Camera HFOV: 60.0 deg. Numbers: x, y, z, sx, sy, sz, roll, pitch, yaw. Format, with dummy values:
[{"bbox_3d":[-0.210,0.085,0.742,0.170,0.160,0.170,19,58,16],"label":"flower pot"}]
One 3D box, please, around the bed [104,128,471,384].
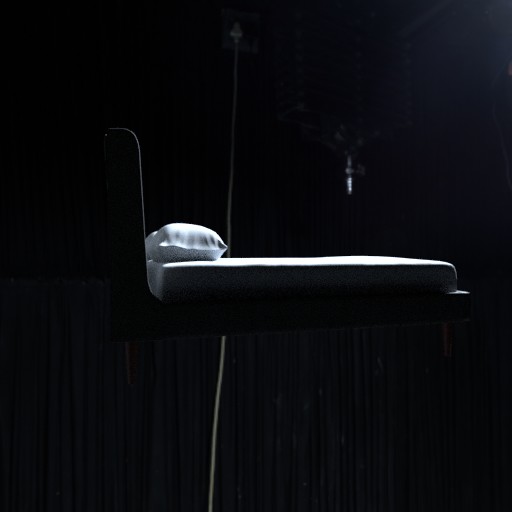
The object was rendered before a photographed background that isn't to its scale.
[{"bbox_3d":[0.000,0.000,2.554,1.638,0.933,1.531,0,0,-18],"label":"bed"}]
